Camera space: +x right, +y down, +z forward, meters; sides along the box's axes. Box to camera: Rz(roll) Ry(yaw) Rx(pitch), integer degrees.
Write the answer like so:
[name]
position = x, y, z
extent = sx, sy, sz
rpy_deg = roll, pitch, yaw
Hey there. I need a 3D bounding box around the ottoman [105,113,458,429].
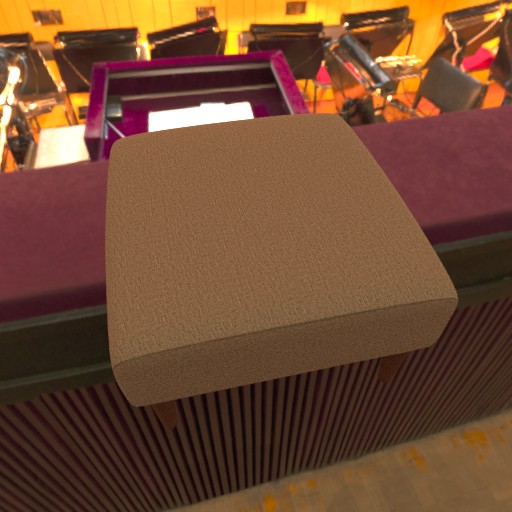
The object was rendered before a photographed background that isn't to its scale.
[ottoman]
position = 0.000, 0.000, 1.071
extent = 0.649, 0.398, 0.650
rpy_deg = -9, 48, -8
